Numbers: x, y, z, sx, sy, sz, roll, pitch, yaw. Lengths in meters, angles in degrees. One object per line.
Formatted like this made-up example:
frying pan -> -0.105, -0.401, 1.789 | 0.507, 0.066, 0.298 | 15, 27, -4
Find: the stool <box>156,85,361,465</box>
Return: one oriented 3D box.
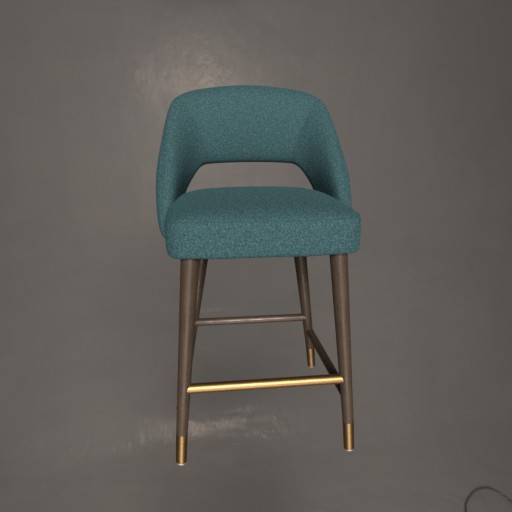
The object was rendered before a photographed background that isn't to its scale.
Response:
stool -> 0.000, 0.000, 1.253 | 0.536, 0.939, 0.522 | -2, 17, -6
